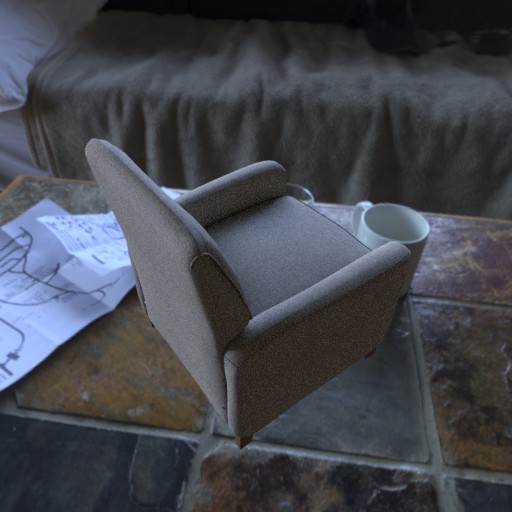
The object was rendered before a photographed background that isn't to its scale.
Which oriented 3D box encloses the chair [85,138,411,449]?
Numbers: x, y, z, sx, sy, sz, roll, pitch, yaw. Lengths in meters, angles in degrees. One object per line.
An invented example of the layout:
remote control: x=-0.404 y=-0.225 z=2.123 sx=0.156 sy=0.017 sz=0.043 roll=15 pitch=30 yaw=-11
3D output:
chair: x=0.000 y=0.000 z=1.673 sx=0.864 sy=1.014 sz=0.848 roll=-26 pitch=48 yaw=-26
